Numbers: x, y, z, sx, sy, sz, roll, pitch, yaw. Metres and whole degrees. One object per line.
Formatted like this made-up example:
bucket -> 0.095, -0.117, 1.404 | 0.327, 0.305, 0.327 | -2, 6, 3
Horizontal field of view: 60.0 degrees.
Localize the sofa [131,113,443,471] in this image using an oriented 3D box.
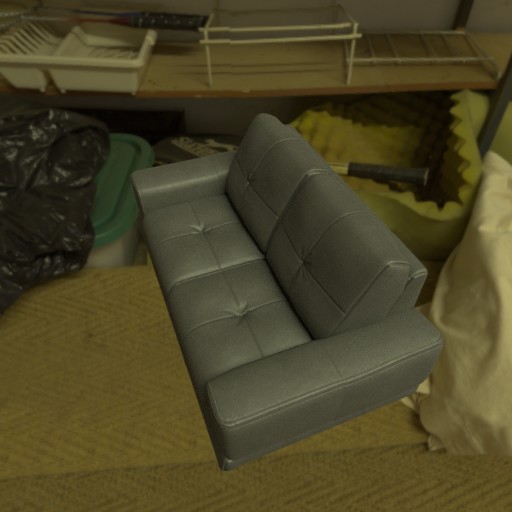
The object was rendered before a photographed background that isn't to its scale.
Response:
sofa -> 0.000, 0.000, 2.352 | 1.018, 0.907, 1.806 | -16, 47, -16
